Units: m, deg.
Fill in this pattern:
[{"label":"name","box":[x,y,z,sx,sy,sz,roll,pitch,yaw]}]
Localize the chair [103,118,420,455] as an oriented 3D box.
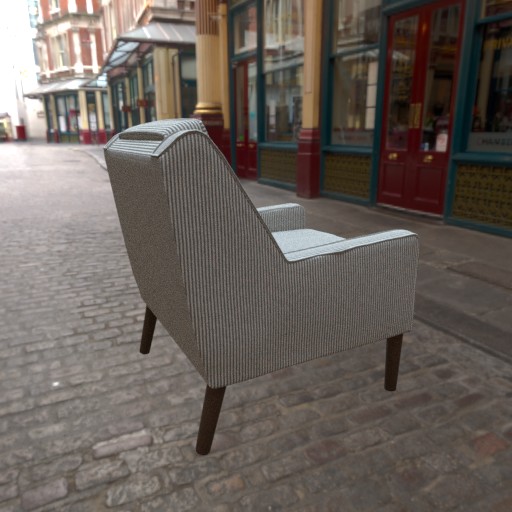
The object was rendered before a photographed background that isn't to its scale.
[{"label":"chair","box":[0.000,0.000,1.357,0.743,0.792,0.663,-8,17,-26]}]
